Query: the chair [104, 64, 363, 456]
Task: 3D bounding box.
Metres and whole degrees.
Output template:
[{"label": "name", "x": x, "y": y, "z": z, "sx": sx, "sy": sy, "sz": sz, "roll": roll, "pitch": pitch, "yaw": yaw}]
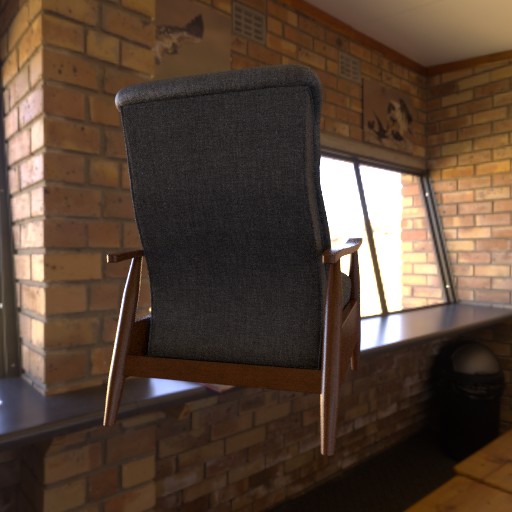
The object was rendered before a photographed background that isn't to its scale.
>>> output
[{"label": "chair", "x": 0.000, "y": 0.000, "z": 1.763, "sx": 0.762, "sy": 1.082, "sz": 1.030, "roll": 0, "pitch": 0, "yaw": 17}]
